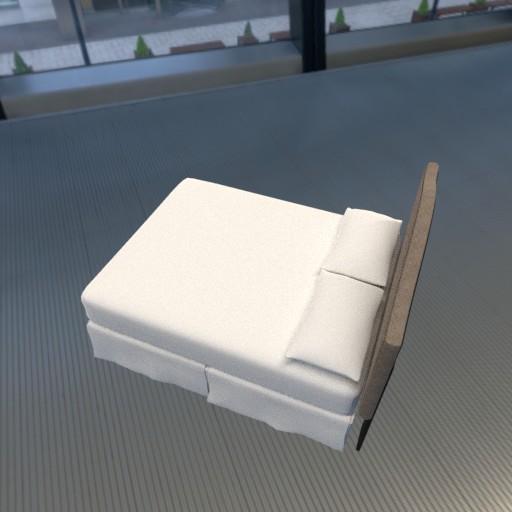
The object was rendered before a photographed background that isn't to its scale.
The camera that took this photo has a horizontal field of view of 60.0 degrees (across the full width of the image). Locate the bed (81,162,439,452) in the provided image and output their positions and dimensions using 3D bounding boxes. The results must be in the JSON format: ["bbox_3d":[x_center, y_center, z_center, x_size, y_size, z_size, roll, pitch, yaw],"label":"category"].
[{"bbox_3d":[0.000,0.000,3.268,2.153,1.518,1.713,16,47,16],"label":"bed"}]
